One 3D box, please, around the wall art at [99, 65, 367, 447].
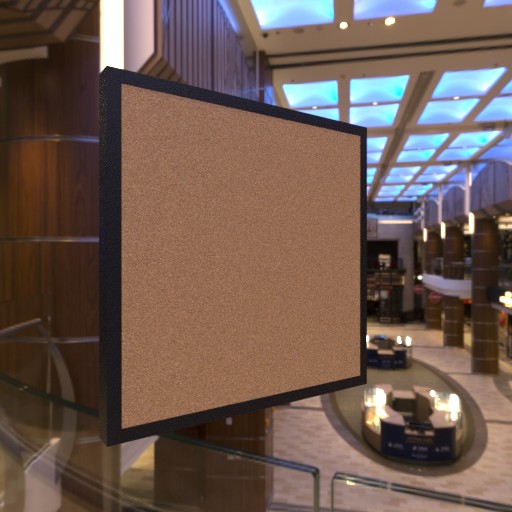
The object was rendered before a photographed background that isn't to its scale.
[{"bbox_3d":[0.000,0.000,0.749,0.508,0.508,0.038,0,0,-35],"label":"wall art"}]
